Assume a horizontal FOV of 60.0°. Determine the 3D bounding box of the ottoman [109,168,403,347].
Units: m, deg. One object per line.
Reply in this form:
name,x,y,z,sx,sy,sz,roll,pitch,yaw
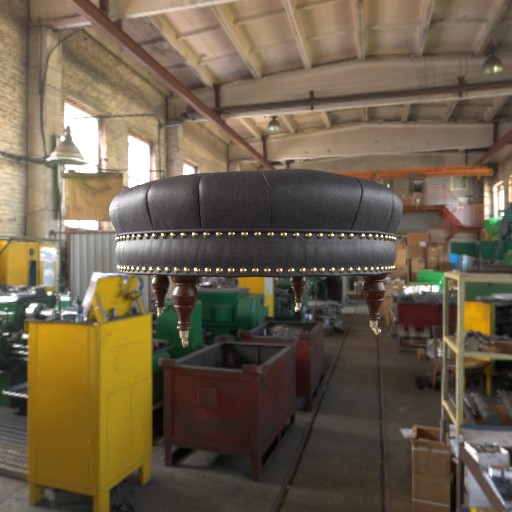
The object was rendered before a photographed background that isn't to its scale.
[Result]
ottoman,0.000,0.000,1.417,0.901,0.439,0.901,0,0,0
